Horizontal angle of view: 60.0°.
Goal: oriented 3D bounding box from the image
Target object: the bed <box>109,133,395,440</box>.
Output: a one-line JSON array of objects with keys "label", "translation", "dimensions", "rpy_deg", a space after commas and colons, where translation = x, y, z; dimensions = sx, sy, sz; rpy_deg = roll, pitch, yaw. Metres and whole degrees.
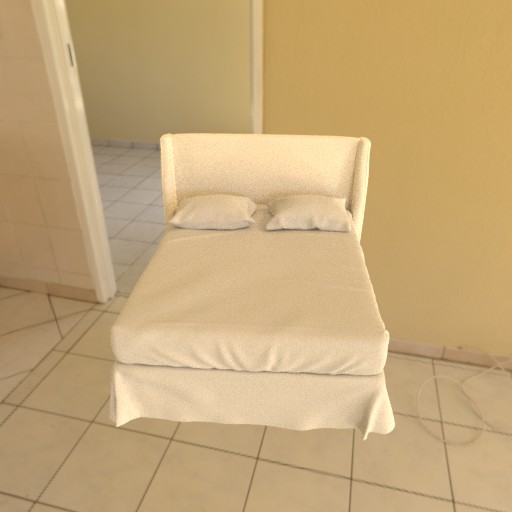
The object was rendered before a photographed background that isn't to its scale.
[{"label": "bed", "translation": [0.000, 0.000, 3.437], "dimensions": [1.925, 1.332, 2.276], "rpy_deg": [2, 29, 3]}]
